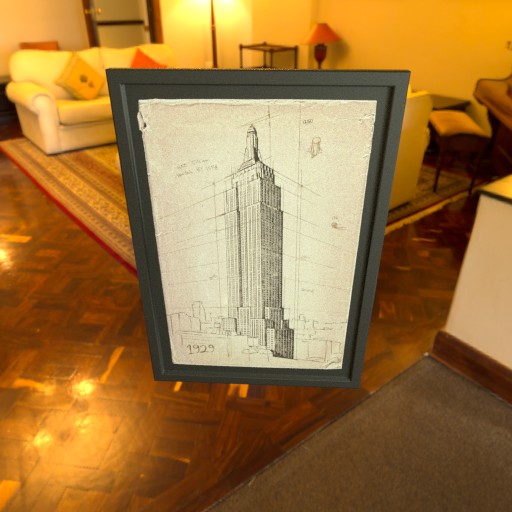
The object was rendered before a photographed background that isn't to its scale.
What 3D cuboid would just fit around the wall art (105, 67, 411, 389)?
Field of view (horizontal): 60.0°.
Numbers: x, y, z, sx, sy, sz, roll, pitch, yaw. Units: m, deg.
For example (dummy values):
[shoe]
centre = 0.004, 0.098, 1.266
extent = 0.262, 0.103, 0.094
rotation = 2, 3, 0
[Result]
[wall art]
centre = 0.000, 0.000, 0.552
extent = 0.303, 0.431, 0.013
rotation = 1, 30, 3
